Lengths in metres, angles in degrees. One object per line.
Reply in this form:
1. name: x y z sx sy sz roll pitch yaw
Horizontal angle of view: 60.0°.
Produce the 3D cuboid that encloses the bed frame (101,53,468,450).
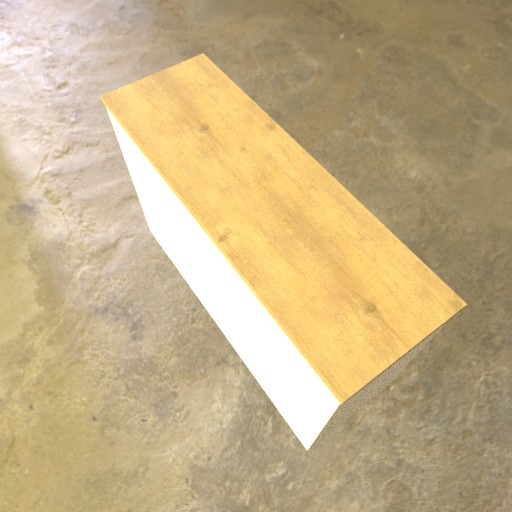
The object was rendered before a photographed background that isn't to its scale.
1. bed frame: 0.000 0.000 1.727 0.430 0.850 1.300 -31 64 -17
